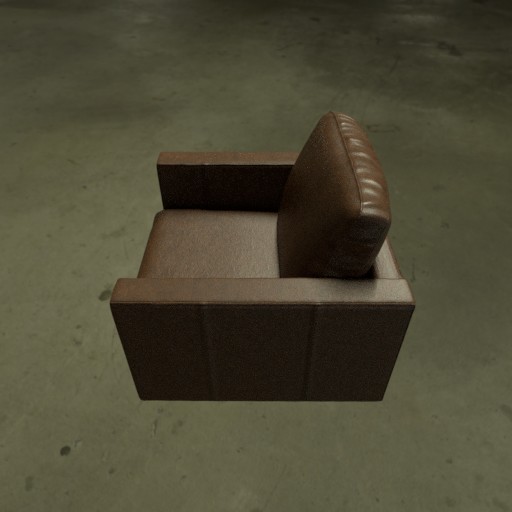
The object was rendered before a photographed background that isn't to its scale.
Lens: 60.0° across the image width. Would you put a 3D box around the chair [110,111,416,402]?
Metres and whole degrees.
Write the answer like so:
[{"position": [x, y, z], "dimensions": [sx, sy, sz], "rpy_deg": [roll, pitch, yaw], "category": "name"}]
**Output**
[{"position": [0.000, 0.000, 1.716], "dimensions": [0.909, 0.956, 0.890], "rpy_deg": [0, 41, 0], "category": "chair"}]
